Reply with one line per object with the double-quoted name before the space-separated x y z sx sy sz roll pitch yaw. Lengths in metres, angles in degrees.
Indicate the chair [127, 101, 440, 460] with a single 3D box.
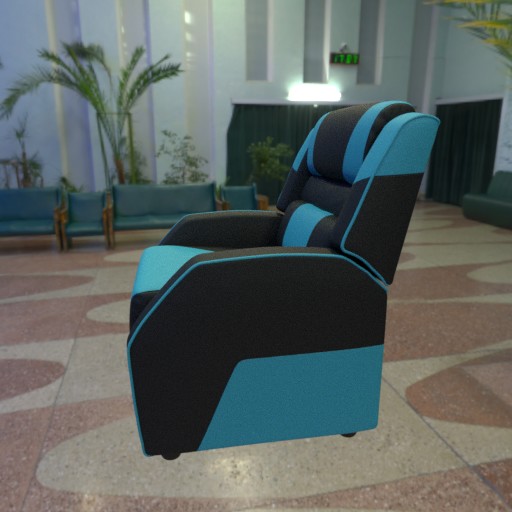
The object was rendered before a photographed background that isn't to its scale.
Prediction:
"chair" 0.000 0.000 1.233 0.672 0.805 0.620 -3 15 -10
